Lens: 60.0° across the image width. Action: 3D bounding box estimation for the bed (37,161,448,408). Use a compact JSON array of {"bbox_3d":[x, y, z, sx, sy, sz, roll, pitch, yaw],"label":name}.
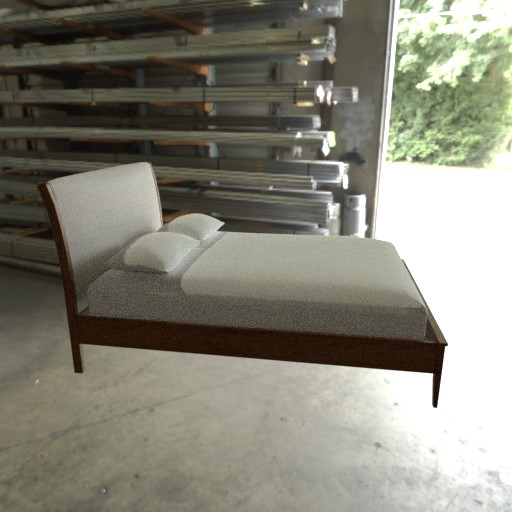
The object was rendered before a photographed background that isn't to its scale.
[{"bbox_3d":[0.000,0.000,3.293,2.380,1.250,1.612,3,17,9],"label":"bed"}]
